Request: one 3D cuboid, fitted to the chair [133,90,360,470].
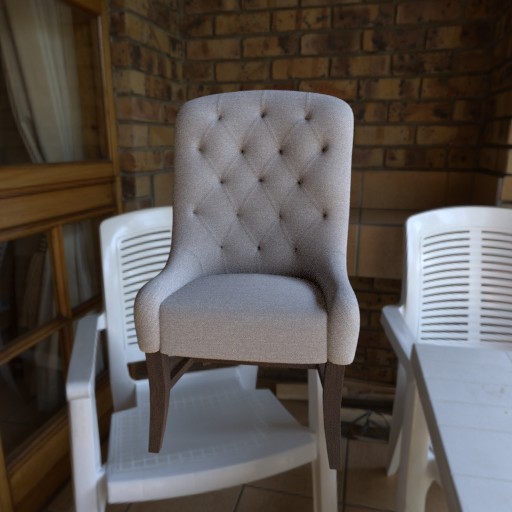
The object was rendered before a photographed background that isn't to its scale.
[{"bbox_3d":[0.000,0.000,1.468,0.634,1.091,0.629,2,14,7],"label":"chair"}]
